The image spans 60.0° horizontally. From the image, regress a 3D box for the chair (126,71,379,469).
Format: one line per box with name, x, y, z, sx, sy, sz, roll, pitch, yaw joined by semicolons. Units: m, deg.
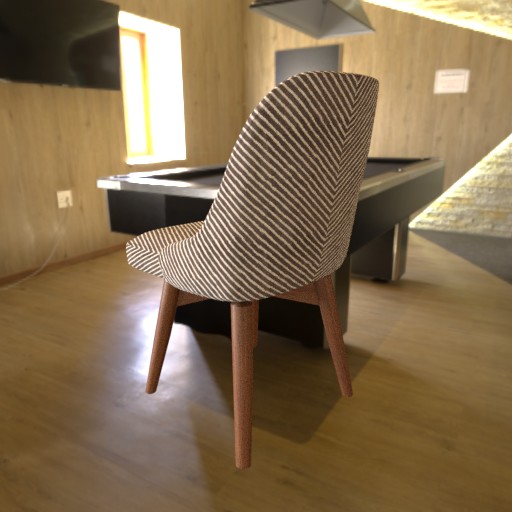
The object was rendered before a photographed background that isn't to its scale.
chair;0.000;0.000;1.209;0.504;0.883;0.591;-15;22;-41
